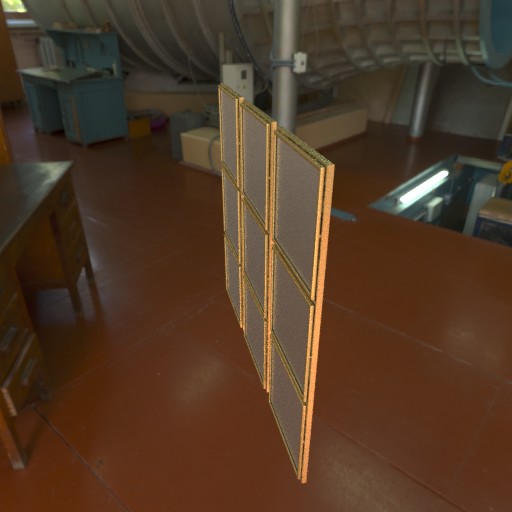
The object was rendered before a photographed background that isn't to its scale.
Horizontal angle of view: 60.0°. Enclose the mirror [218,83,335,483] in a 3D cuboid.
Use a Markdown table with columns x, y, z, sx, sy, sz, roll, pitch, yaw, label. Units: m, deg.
| x | y | z | sx | sy | sz | roll | pitch | yaw | label |
| --- | --- | --- | --- | --- | --- | --- | --- | --- | --- |
| 0.000 | 0.000 | 1.452 | 0.023 | 0.926 | 1.011 | -8 | 30 | -13 | mirror |
